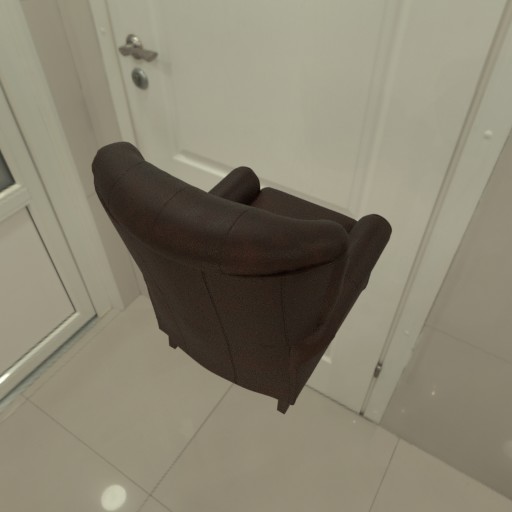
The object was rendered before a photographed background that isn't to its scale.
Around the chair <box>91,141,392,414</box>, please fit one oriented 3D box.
[{"bbox_3d":[0.000,0.000,1.912,0.948,1.158,1.058,24,50,22],"label":"chair"}]
